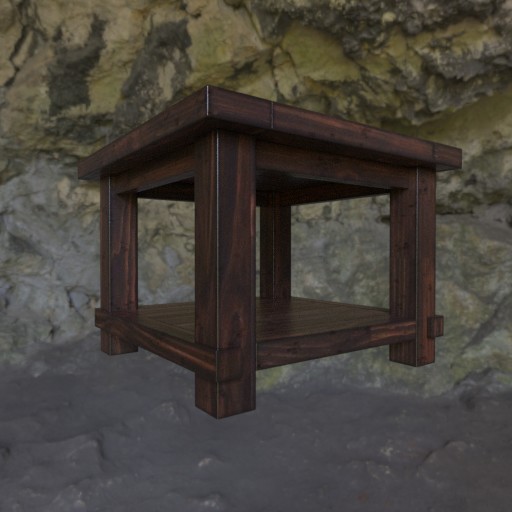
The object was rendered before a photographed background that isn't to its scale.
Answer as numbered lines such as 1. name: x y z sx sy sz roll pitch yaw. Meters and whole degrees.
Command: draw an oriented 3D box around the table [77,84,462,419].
1. table: 0.000 0.000 0.970 0.593 0.437 0.606 -1 1 -36
